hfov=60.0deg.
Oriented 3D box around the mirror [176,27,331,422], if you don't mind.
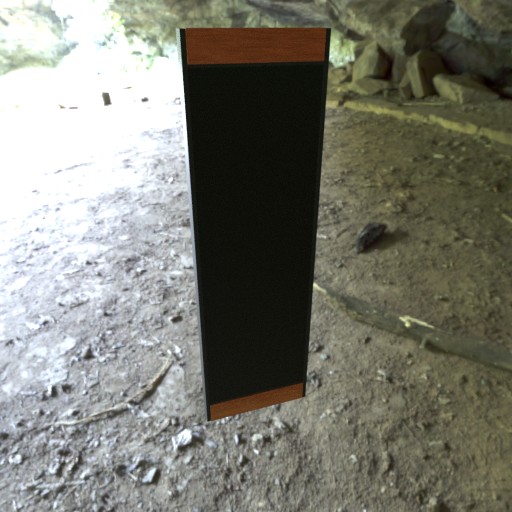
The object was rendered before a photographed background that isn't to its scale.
[{"bbox_3d":[0.000,0.000,1.226,0.343,1.123,0.047,-9,29,-16],"label":"mirror"}]
